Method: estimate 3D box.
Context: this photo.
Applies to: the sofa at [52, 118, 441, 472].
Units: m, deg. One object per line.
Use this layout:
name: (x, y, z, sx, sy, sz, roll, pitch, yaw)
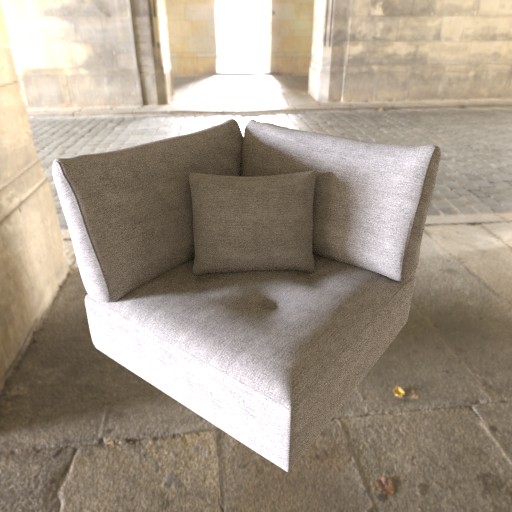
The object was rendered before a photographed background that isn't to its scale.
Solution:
sofa: (0.000, 0.000, 1.717, 1.000, 0.820, 1.000, 19, 33, 33)
